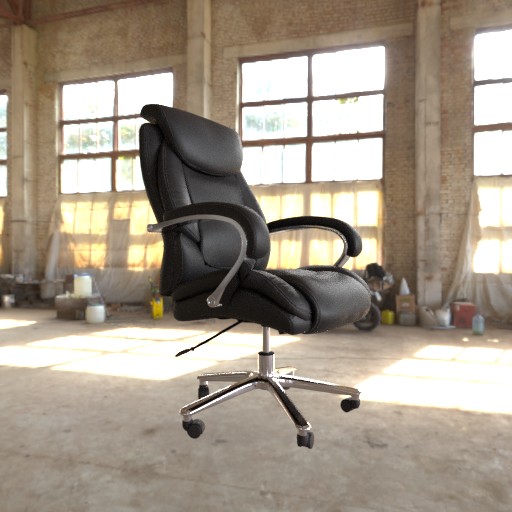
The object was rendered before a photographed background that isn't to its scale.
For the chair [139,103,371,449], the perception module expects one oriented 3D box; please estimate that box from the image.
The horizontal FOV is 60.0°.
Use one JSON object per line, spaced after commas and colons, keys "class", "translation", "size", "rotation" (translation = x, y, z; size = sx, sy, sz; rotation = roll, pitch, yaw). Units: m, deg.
{"class": "chair", "translation": [0.000, 0.000, 1.691], "size": [0.790, 1.183, 0.755], "rotation": [0, 1, 36]}
